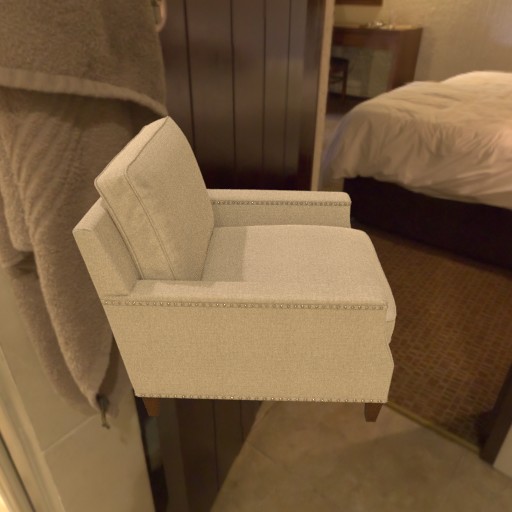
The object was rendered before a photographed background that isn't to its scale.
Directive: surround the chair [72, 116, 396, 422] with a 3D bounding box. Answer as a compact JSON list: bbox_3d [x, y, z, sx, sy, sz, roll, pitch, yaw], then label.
[{"bbox_3d":[0.000,0.000,1.759,1.014,0.943,0.853,1,31,2],"label":"chair"}]
